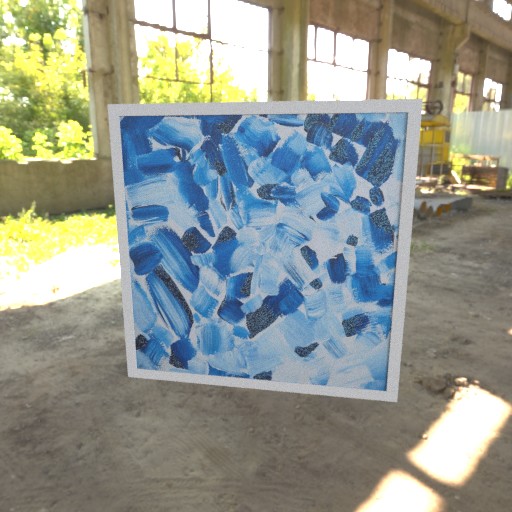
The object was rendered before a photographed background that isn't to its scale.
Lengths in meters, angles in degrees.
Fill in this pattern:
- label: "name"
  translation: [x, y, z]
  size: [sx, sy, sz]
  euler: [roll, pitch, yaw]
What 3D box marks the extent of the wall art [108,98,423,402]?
- label: "wall art"
  translation: [0.000, 0.000, 1.231]
  size: [0.812, 0.812, 0.015]
  euler: [2, 14, 10]
